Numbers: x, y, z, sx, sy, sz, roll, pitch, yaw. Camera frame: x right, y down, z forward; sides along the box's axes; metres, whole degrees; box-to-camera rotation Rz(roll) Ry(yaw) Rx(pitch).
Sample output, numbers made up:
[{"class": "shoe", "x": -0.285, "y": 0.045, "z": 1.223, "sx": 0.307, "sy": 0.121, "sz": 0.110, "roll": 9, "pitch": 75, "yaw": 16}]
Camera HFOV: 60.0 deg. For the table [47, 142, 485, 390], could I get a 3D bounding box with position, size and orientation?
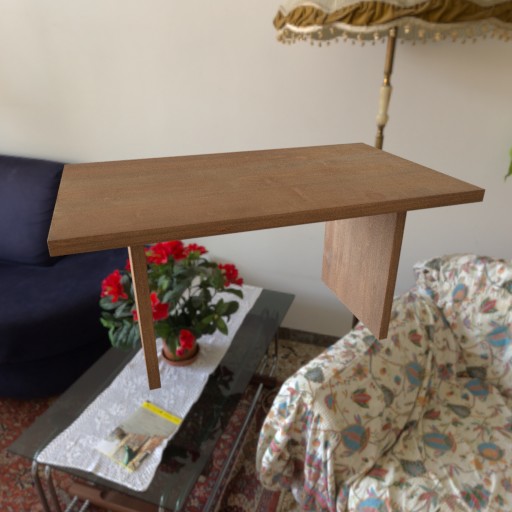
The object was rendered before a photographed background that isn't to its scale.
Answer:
[{"class": "table", "x": 0.000, "y": 0.000, "z": 2.107, "sx": 1.609, "sy": 0.780, "sz": 0.946, "roll": -8, "pitch": 27, "yaw": -16}]
